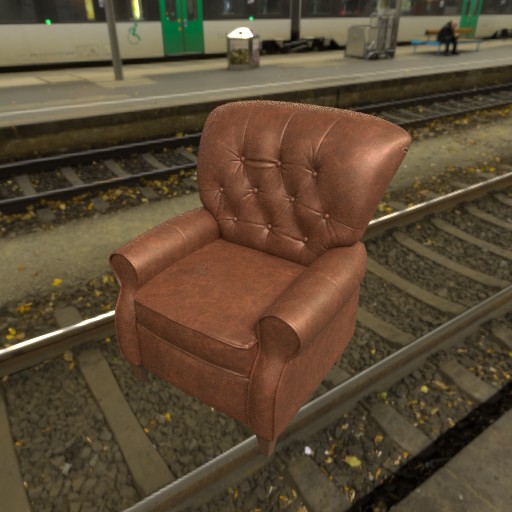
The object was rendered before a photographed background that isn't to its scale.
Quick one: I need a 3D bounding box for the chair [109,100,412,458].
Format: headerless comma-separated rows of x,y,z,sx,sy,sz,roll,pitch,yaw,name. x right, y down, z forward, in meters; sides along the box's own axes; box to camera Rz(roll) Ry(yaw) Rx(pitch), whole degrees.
0.000,0.000,1.952,0.979,1.162,1.031,18,34,29,chair
